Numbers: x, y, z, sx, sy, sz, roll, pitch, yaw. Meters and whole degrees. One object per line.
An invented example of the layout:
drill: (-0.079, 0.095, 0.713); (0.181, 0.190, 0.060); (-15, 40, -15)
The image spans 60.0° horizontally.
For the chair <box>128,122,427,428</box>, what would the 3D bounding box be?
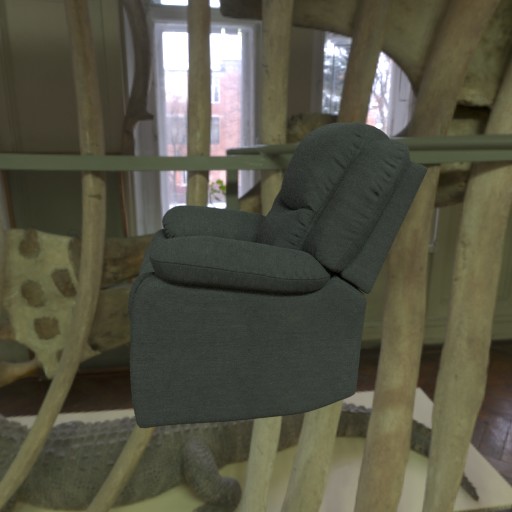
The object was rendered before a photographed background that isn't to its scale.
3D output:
chair: (0.000, 0.000, 1.741); (0.944, 1.008, 0.899); (-2, 15, -8)
